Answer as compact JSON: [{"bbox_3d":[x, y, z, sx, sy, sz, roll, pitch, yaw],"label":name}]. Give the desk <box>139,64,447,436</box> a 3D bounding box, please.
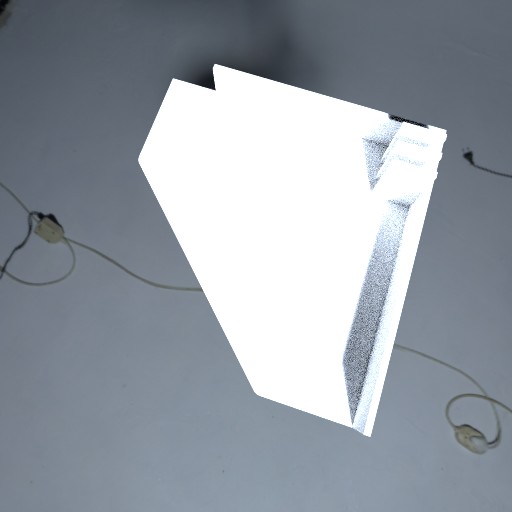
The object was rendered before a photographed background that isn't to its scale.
[{"bbox_3d":[0.000,0.000,1.706,0.940,0.986,0.940,18,76,4],"label":"desk"}]
